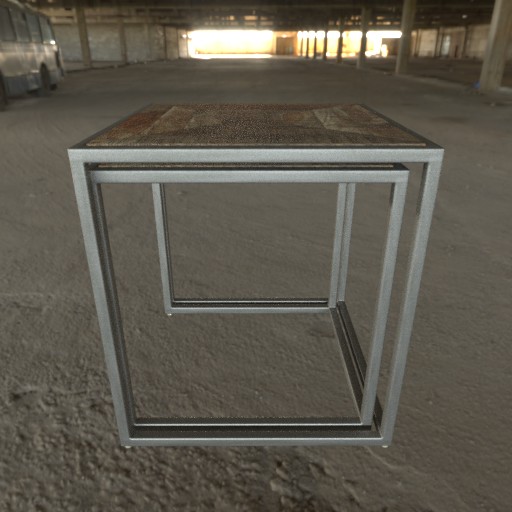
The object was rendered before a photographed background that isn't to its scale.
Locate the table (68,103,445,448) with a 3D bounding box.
[{"bbox_3d":[0.000,0.000,0.833,0.449,0.500,0.450,0,25,0],"label":"table"}]
